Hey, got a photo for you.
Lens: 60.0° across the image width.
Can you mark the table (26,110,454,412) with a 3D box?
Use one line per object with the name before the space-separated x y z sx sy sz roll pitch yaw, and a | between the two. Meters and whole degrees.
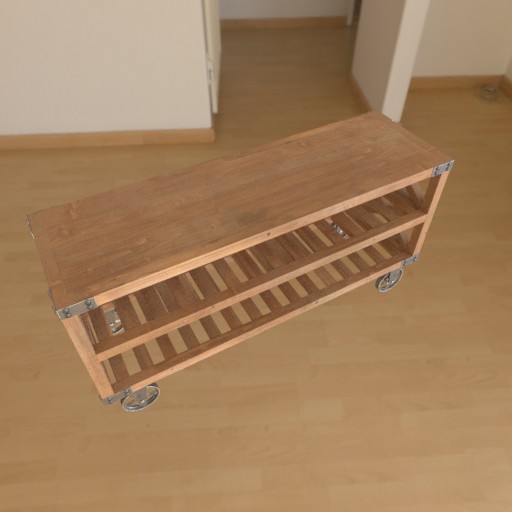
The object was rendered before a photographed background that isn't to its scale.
table | 0.000 0.000 1.821 1.487 0.711 0.467 -22 49 -20
